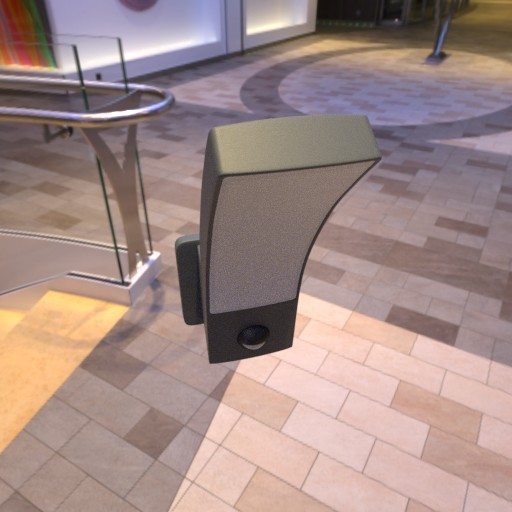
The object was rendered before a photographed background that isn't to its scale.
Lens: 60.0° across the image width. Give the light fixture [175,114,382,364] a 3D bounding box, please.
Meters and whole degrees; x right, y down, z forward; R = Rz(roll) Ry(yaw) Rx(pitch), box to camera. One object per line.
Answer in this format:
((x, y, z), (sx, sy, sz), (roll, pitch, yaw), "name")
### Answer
((0.000, 0.000, 0.333), (0.108, 0.243, 0.174), (-9, 34, -13), "light fixture")
